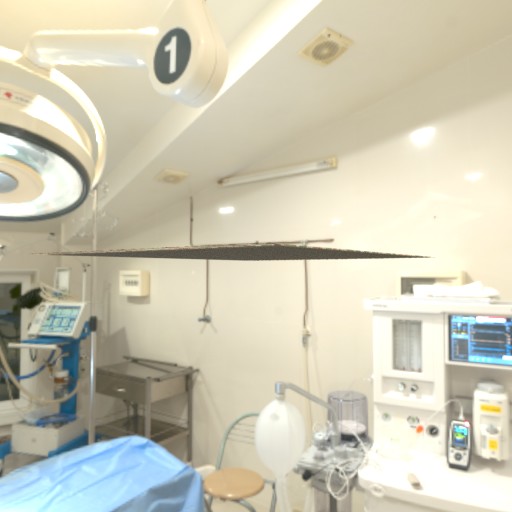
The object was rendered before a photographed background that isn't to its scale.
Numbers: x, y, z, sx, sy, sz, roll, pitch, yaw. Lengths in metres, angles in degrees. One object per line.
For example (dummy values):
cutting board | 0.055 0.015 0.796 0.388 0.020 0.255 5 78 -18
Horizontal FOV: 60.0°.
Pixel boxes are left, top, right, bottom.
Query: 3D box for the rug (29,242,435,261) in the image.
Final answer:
rug | 0.000 0.000 4.078 2.438 0.010 3.048 -1 -2 37
